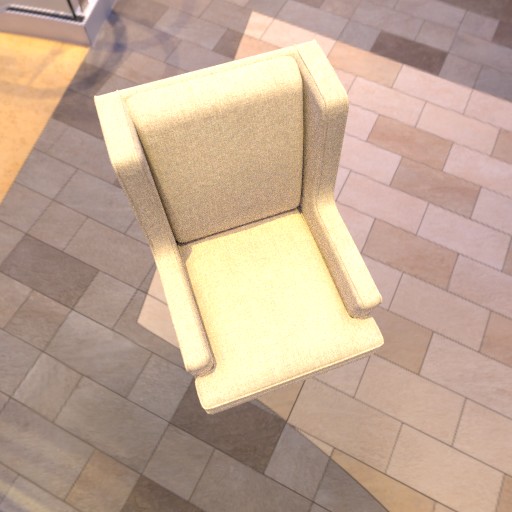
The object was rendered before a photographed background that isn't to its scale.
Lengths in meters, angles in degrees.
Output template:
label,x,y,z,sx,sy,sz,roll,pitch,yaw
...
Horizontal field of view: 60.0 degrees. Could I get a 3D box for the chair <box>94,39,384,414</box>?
label,x,y,z,sx,sy,sz,roll,pitch,yaw
chair,0.000,0.000,1.741,0.764,1.082,0.948,-18,67,-8
